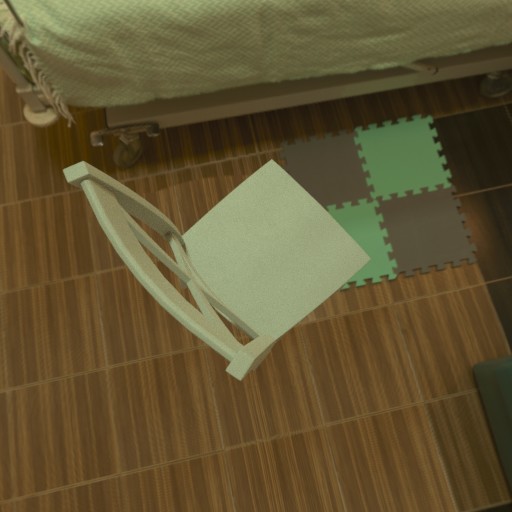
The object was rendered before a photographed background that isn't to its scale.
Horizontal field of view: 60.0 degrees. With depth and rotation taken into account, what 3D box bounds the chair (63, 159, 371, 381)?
[{"bbox_3d":[0.000,0.000,1.258,0.542,0.983,0.485,-40,78,-11],"label":"chair"}]
